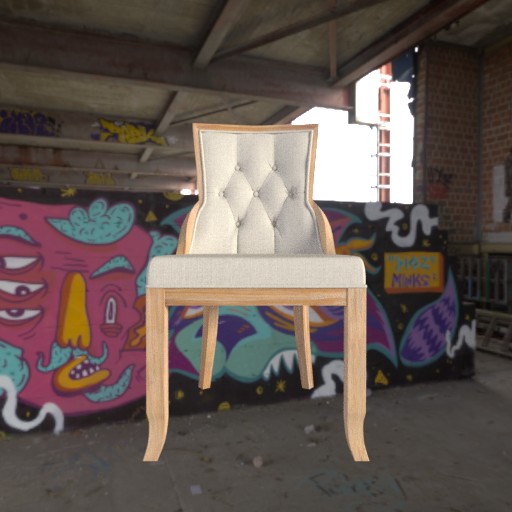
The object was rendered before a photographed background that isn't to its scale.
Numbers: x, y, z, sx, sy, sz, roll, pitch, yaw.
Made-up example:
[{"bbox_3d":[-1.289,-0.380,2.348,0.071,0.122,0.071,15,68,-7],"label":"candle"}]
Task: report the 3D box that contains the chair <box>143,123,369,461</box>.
[{"bbox_3d":[0.000,0.000,1.339,0.524,0.947,0.641,0,1,0],"label":"chair"}]
